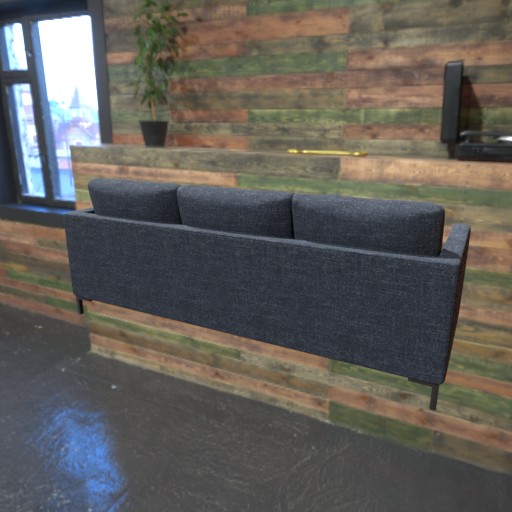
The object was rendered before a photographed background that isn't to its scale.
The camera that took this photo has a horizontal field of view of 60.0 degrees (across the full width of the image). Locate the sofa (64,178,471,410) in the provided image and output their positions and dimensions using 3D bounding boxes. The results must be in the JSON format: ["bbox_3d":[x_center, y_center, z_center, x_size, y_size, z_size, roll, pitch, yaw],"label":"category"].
[{"bbox_3d":[0.000,0.000,2.615,2.218,0.874,0.859,9,19,26],"label":"sofa"}]
